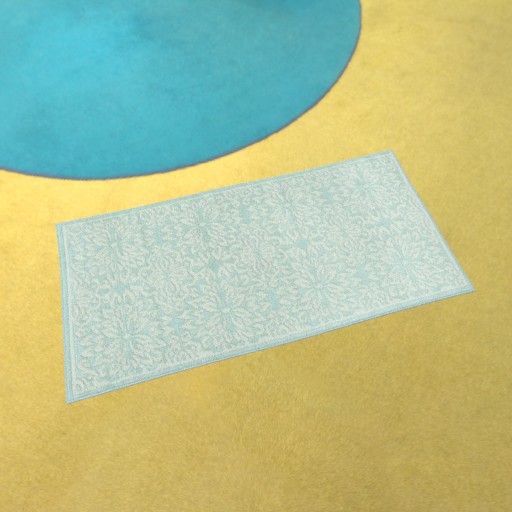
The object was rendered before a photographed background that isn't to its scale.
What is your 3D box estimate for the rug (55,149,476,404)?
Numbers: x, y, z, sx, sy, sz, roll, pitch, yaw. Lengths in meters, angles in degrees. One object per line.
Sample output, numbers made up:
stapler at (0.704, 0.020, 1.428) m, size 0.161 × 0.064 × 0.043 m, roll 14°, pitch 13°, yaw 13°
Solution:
rug at (0.000, 0.000, 1.408) m, size 1.219 × 0.007 × 0.604 m, roll -14°, pitch 60°, yaw -8°
